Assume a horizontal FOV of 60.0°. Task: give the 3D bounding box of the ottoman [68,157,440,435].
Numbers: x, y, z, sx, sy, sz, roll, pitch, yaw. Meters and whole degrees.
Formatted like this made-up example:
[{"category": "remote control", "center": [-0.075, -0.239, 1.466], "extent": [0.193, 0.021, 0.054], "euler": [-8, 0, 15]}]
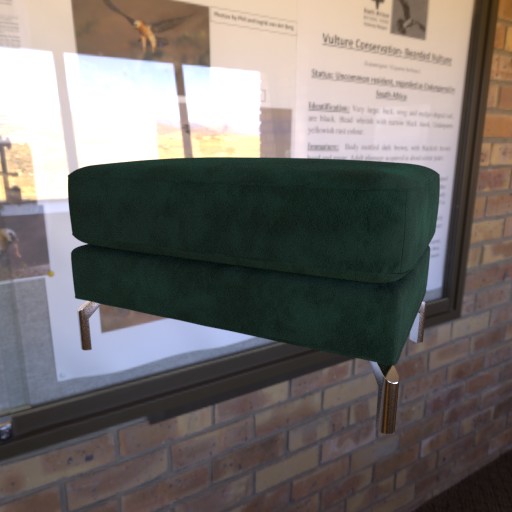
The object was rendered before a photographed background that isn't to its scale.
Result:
[{"category": "ottoman", "center": [0.000, 0.000, 1.234], "extent": [0.886, 0.533, 0.536], "euler": [7, 16, 26]}]
